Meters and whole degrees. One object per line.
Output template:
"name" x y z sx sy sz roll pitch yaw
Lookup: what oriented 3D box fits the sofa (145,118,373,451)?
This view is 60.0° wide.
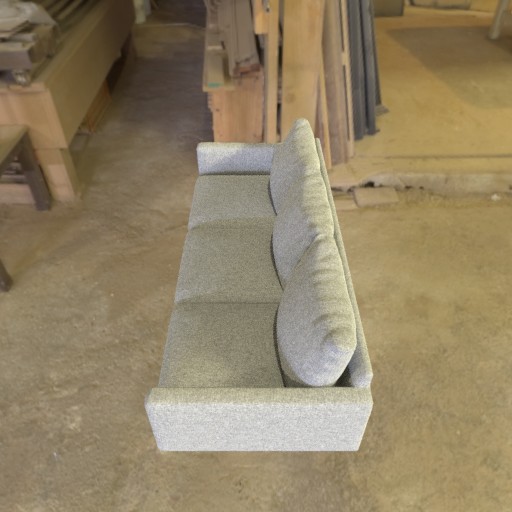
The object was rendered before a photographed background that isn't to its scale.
"sofa" 0.000 0.000 2.442 0.850 0.830 2.000 0 42 0
